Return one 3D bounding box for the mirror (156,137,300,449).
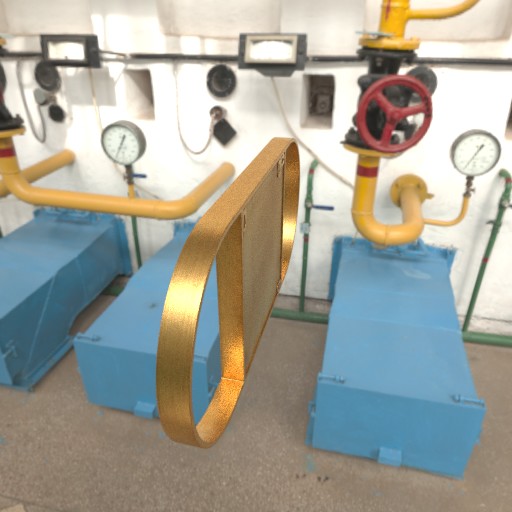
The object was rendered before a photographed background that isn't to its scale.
[{"bbox_3d":[0.000,0.000,0.636,0.032,0.254,0.584,7,29,12],"label":"mirror"}]
